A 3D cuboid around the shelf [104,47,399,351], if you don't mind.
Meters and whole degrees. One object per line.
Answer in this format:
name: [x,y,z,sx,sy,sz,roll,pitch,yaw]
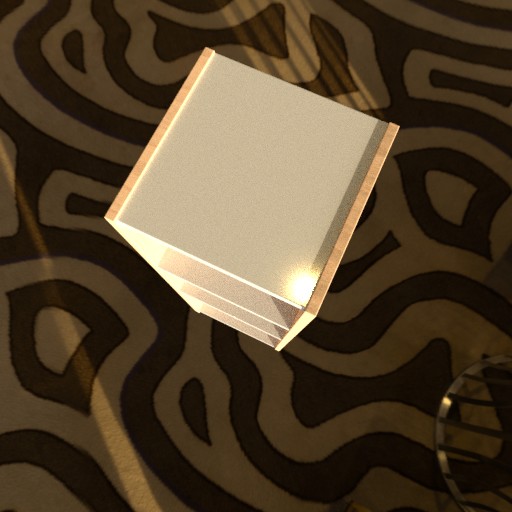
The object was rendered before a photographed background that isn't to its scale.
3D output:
shelf: [0.000,0.000,1.027,0.300,0.900,0.290,25,77,6]
